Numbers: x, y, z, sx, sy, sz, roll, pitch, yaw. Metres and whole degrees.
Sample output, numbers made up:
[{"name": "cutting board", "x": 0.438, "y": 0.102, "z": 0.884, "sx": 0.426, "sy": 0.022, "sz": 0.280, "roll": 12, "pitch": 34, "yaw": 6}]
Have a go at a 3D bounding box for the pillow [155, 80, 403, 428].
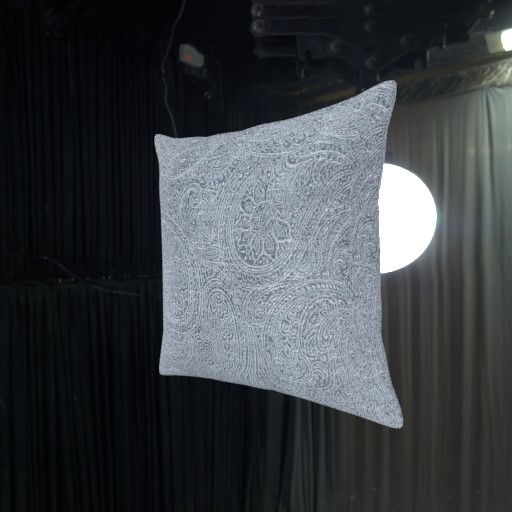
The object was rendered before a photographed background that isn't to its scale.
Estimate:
[{"name": "pillow", "x": 0.000, "y": 0.000, "z": 0.792, "sx": 0.523, "sy": 0.510, "sz": 0.166, "roll": 0, "pitch": 1, "yaw": 36}]
